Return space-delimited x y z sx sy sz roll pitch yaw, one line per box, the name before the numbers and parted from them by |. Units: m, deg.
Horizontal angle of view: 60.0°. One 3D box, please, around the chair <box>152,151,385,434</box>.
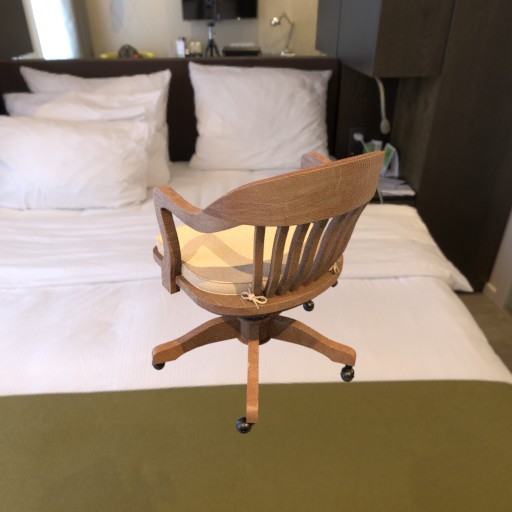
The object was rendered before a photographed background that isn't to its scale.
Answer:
chair | 0.000 0.000 1.517 0.750 0.878 0.788 -19 35 -30
